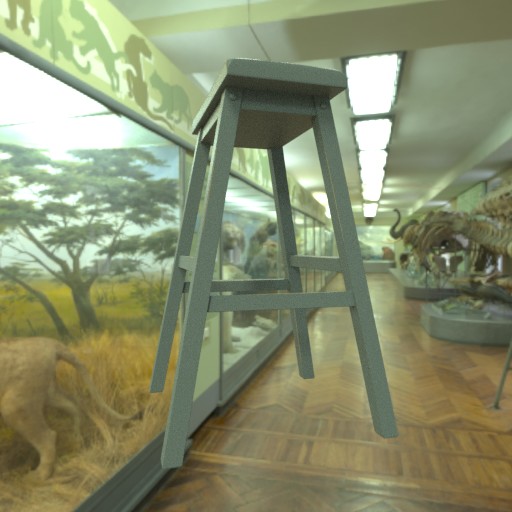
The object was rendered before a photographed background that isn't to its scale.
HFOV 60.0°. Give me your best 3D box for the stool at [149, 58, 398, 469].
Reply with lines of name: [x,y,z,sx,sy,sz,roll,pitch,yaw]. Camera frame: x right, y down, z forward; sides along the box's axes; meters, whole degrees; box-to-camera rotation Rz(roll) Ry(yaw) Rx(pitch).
stool: [0.000,0.000,1.055,0.476,0.737,0.457,0,1,-16]
